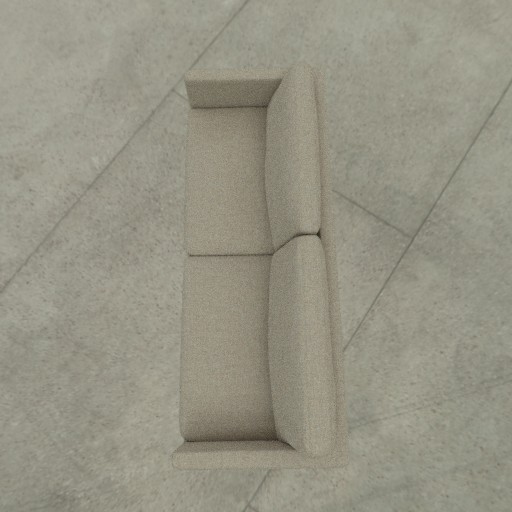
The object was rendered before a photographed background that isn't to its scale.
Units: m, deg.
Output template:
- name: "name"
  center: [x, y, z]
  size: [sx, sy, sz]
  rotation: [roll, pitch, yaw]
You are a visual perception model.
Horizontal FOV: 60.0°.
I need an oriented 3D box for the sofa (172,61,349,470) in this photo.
- name: "sofa"
  center: [0.000, 0.000, 2.851]
  size: [0.951, 0.965, 2.434]
  rotation: [-1, 75, 0]
